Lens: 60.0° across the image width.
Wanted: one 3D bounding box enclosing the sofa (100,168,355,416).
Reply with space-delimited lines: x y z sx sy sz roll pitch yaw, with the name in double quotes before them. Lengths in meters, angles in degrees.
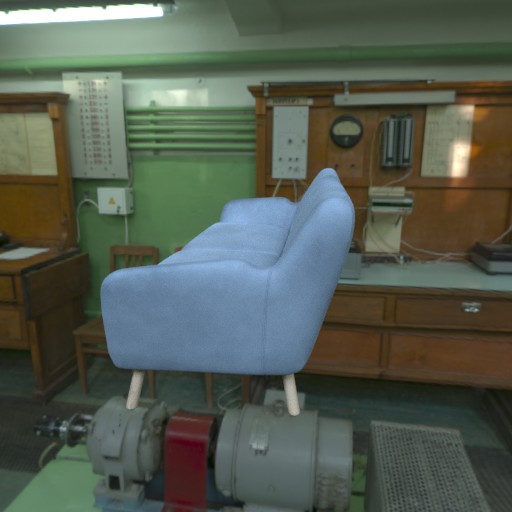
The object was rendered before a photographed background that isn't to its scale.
"sofa" 0.000 0.000 2.262 0.850 0.810 1.870 2 14 8
